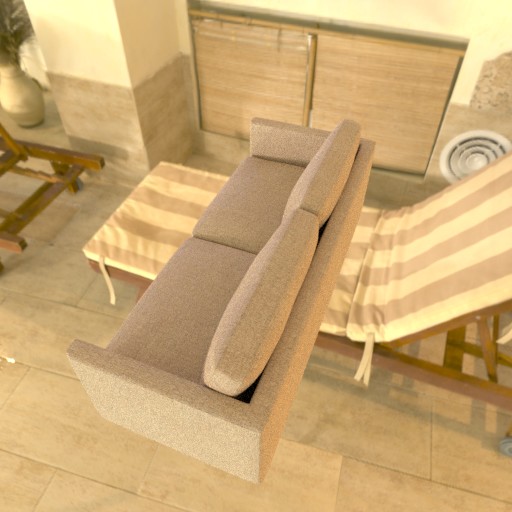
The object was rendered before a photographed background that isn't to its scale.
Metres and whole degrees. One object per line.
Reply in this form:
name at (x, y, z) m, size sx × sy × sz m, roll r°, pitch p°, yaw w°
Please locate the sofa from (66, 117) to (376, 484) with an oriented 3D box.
sofa at (0.000, 0.000, 2.676) m, size 0.951 × 0.965 × 2.208 m, roll 16°, pitch 48°, yaw 15°
